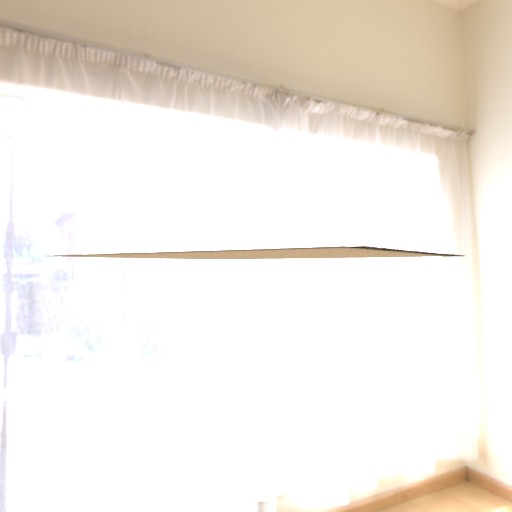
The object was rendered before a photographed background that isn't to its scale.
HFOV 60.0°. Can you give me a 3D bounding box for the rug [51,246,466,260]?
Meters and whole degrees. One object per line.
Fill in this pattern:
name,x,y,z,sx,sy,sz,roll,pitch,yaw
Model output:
rug,0.000,0.000,4.332,3.327,0.010,2.464,-1,-2,37
